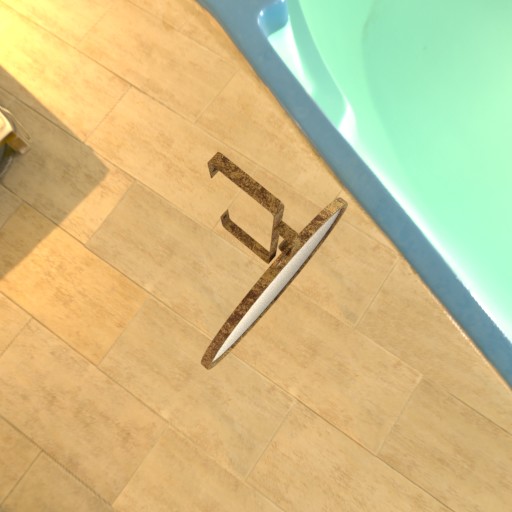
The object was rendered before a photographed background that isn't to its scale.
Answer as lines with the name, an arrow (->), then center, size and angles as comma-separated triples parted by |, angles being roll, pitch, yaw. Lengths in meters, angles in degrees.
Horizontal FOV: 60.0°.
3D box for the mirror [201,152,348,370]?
mirror -> 0.000, 0.000, 0.847 | 0.144, 0.651, 0.447 | 40, 79, 9
